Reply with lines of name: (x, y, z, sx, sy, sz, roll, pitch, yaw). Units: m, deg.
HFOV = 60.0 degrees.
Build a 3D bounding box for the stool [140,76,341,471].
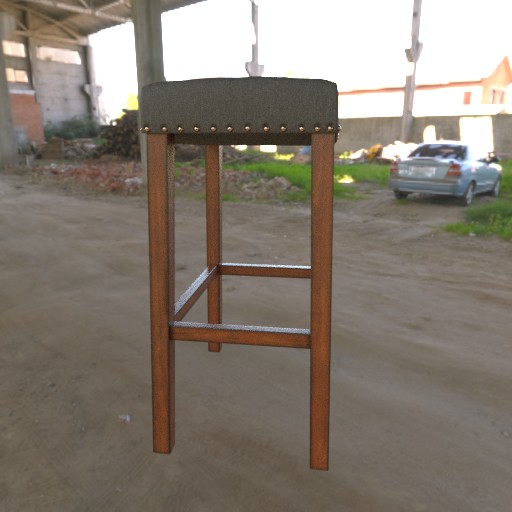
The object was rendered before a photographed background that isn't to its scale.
stool: (0.000, 0.000, 1.057, 0.366, 0.748, 0.502, 2, 15, 8)
